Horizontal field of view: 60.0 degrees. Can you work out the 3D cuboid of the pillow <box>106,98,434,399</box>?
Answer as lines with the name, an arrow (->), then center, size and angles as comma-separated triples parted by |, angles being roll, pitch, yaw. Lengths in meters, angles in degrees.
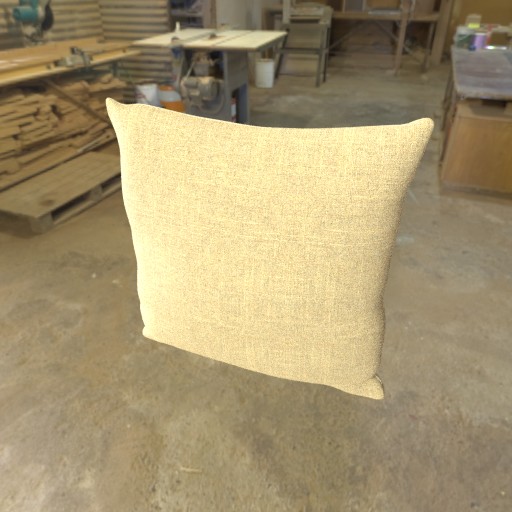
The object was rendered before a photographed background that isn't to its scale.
pillow -> 0.000, 0.000, 0.662 | 0.439, 0.440, 0.182 | 10, 33, 16
